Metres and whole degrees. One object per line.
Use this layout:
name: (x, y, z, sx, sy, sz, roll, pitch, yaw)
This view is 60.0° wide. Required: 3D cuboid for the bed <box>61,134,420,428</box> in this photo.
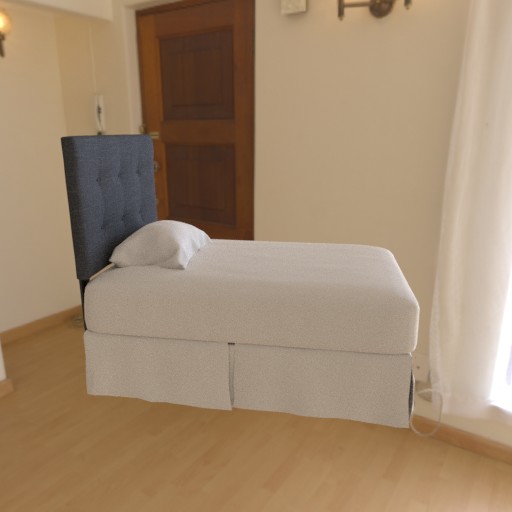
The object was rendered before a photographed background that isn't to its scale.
bed: (0.000, 0.000, 2.983, 1.997, 1.571, 1.261, 2, 16, 9)
